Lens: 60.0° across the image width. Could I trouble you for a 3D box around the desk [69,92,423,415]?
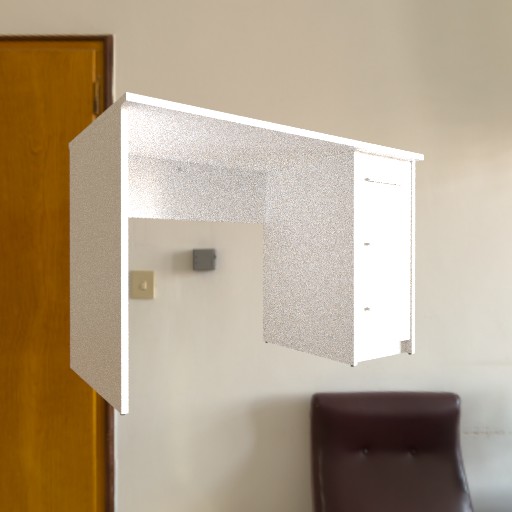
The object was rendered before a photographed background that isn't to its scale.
[{"bbox_3d":[0.000,0.000,1.531,1.097,0.735,0.560,0,0,-35],"label":"desk"}]
